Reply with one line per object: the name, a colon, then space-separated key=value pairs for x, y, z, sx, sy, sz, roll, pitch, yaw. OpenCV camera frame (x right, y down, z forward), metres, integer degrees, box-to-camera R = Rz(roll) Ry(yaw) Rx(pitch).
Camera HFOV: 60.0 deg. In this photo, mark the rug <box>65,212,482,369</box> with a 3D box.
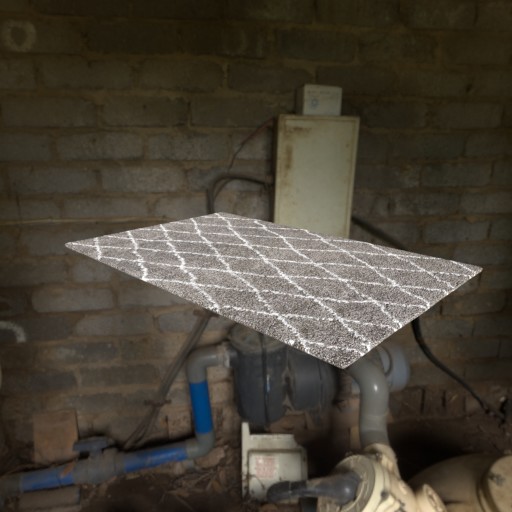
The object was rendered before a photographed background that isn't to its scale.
rug: x=0.000 y=0.000 z=3.417 sx=2.743 sy=0.030 sz=1.778 roll=16 pitch=24 yaw=41
